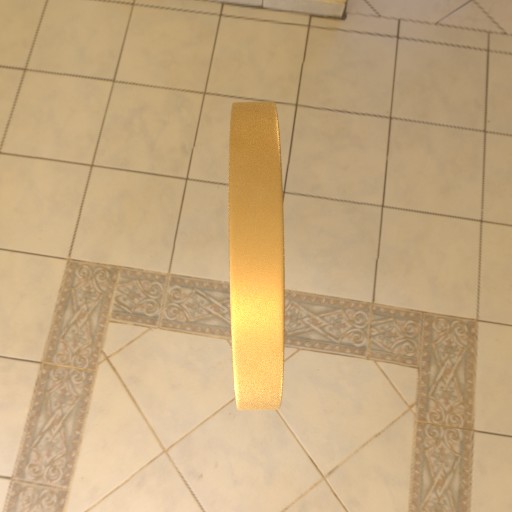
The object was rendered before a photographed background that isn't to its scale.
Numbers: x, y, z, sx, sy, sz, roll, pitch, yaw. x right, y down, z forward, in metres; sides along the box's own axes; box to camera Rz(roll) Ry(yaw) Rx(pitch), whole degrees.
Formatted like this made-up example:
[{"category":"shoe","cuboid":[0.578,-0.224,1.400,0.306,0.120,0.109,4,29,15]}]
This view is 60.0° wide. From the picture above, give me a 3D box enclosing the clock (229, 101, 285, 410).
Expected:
[{"category":"clock","cuboid":[0.000,0.000,0.477,0.040,0.314,0.314,-1,76,0]}]
